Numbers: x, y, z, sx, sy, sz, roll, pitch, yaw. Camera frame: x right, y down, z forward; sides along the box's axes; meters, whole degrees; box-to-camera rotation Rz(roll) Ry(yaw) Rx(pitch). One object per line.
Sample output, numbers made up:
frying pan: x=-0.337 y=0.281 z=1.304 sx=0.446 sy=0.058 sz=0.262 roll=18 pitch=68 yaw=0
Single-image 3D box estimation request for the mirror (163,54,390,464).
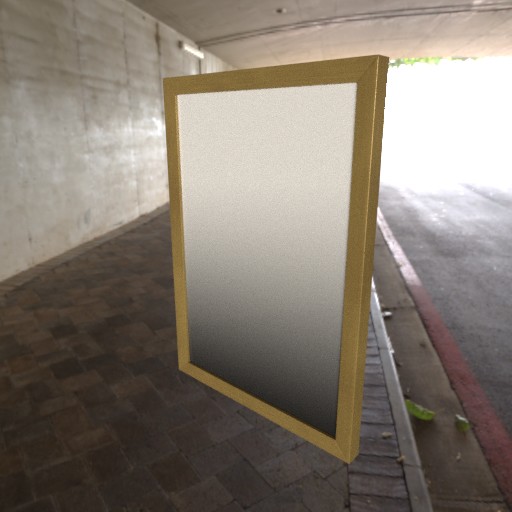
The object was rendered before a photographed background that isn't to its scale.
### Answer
mirror: x=0.000 y=0.000 z=0.911 sx=0.507 sy=0.710 sz=0.040 roll=14 pitch=22 yaw=40
